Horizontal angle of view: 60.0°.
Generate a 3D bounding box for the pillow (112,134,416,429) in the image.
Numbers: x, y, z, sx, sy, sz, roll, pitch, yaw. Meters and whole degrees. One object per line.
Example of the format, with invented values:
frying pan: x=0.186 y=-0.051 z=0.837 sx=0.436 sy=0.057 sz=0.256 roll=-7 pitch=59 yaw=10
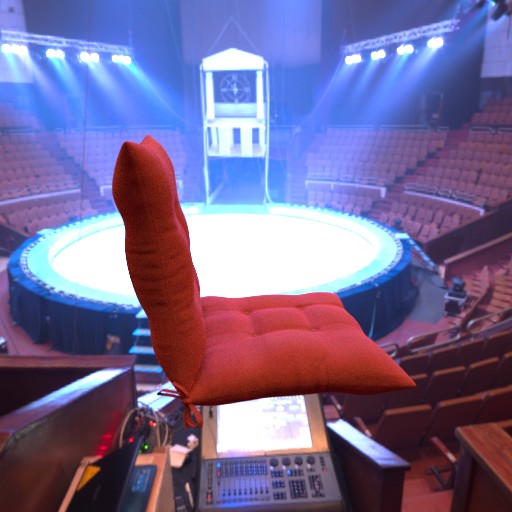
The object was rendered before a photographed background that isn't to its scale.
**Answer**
pillow: x=0.000 y=0.000 z=1.026 sx=0.585 sy=0.536 sz=0.541 roll=-2 pitch=16 yaw=-9
